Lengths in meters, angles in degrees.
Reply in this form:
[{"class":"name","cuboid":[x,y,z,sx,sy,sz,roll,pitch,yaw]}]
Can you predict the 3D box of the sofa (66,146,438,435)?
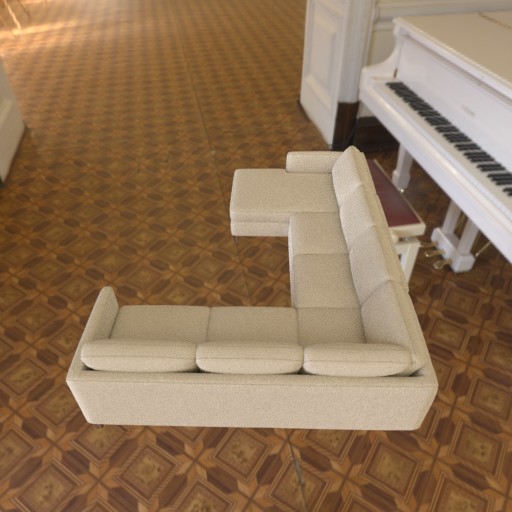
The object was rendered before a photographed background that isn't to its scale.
[{"class":"sofa","cuboid":[0.000,0.000,4.328,2.551,0.853,3.238,1,41,1]}]
